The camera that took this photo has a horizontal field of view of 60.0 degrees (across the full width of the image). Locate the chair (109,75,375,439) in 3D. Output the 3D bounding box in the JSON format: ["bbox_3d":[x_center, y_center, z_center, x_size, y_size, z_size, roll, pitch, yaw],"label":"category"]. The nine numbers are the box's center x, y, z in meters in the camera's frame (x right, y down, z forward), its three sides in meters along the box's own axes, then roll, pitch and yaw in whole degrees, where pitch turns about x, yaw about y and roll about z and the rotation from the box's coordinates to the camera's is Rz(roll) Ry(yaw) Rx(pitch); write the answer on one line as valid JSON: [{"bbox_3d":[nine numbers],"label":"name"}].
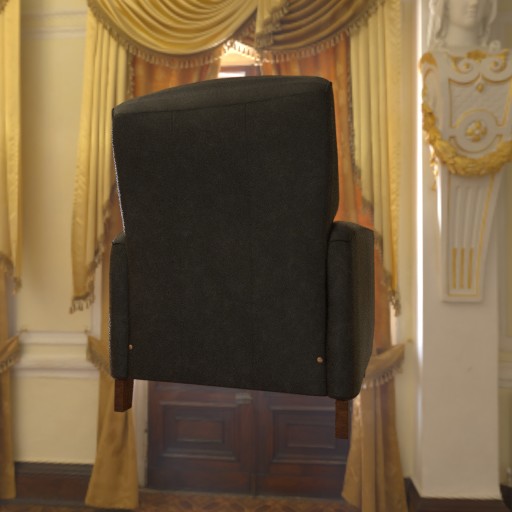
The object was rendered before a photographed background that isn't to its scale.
[{"bbox_3d":[0.000,0.000,1.657,0.848,1.014,0.864,0,-1,18],"label":"chair"}]
